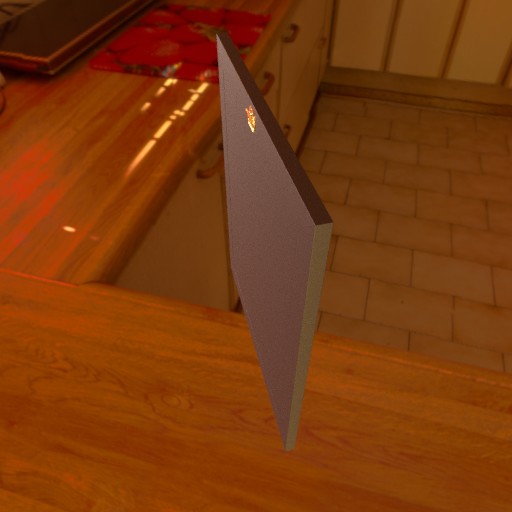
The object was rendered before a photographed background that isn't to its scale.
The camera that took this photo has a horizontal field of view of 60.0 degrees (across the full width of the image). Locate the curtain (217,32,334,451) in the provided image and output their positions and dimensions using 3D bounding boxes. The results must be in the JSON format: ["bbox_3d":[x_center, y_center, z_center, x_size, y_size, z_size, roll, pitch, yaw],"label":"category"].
[{"bbox_3d":[0.000,0.000,0.791,0.027,0.585,0.483,-11,48,-10],"label":"curtain"}]
